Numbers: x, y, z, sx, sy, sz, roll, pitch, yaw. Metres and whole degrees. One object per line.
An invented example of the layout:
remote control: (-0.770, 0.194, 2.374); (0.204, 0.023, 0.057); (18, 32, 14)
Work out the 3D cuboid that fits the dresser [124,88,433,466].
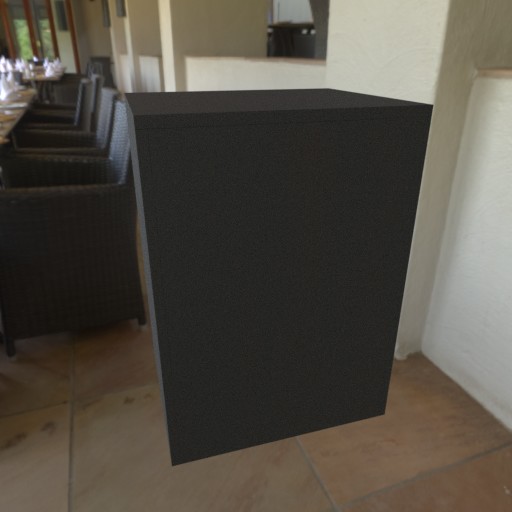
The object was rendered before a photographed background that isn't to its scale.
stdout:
dresser: (0.000, 0.000, 0.828); (0.400, 0.560, 0.360); (-7, 25, -15)
